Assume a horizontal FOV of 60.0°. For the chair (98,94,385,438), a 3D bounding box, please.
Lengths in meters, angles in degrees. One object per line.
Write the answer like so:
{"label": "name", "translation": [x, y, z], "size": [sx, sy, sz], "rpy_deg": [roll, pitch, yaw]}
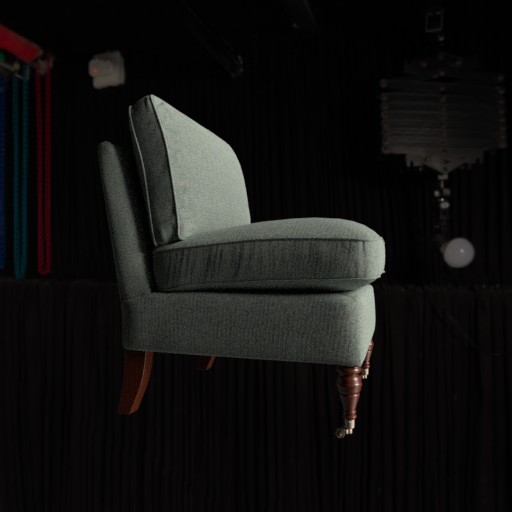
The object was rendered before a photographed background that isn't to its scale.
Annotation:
{"label": "chair", "translation": [0.000, 0.000, 1.442], "size": [0.796, 0.901, 0.624], "rpy_deg": [0, 0, 18]}
